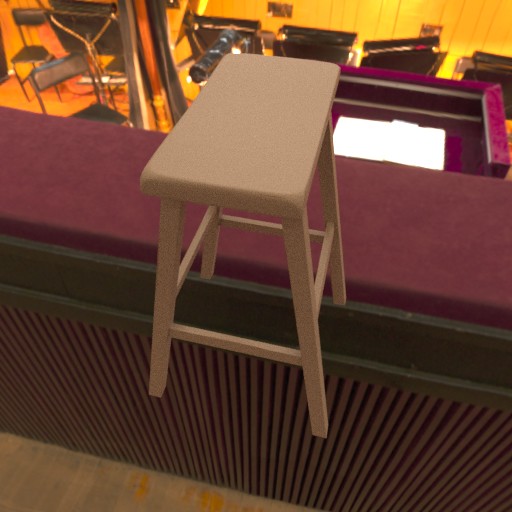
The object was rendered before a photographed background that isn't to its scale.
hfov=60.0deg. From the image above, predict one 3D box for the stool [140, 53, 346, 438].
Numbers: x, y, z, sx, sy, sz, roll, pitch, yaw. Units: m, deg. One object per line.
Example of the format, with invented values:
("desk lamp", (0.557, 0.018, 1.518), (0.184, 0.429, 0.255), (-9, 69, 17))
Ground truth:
("stool", (0.000, 0.000, 1.030), (0.476, 0.737, 0.457), (10, 48, 10))
